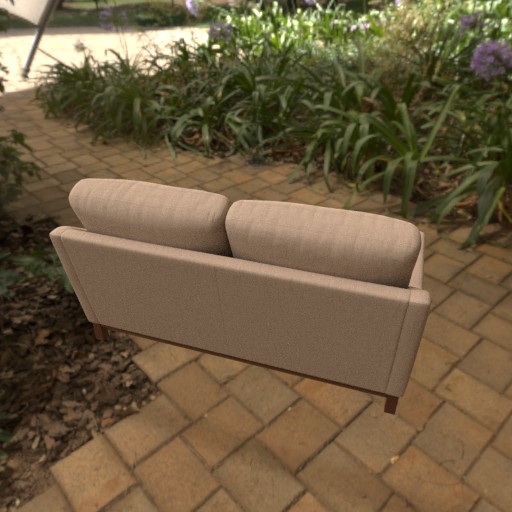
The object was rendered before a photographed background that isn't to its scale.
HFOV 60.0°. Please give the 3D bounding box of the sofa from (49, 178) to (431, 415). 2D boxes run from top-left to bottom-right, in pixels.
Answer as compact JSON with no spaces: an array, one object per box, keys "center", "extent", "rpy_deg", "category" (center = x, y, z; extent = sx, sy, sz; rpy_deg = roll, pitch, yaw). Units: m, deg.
[{"center":[0.000,0.000,2.250],"extent":[1.619,0.910,1.004],"rpy_deg":[10,33,16],"category":"sofa"}]
